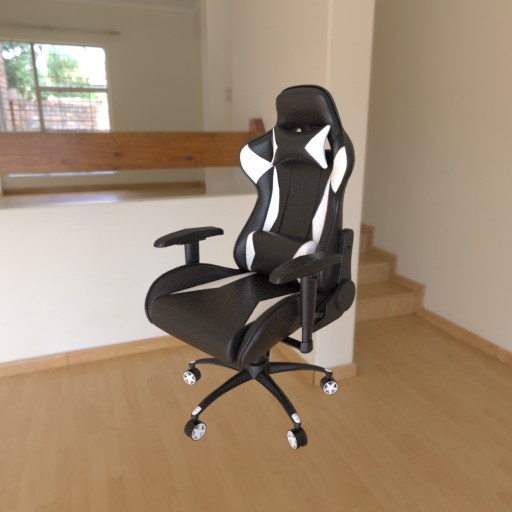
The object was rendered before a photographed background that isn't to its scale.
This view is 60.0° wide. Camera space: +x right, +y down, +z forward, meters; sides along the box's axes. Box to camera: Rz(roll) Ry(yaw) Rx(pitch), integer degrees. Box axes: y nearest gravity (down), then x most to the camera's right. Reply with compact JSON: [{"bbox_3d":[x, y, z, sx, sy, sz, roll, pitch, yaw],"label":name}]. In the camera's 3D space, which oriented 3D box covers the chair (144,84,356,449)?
[{"bbox_3d":[0.000,0.000,1.726,0.730,1.285,0.695,15,21,42],"label":"chair"}]
